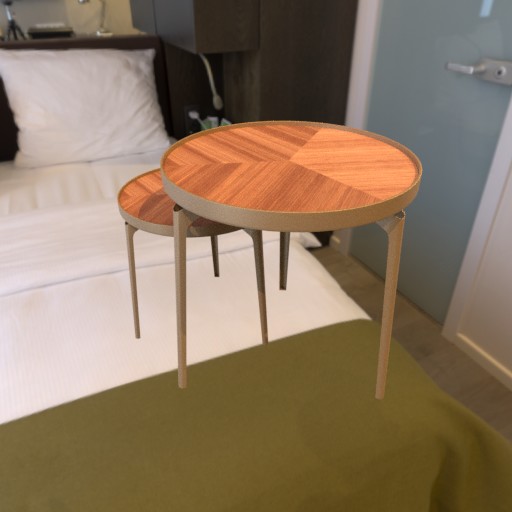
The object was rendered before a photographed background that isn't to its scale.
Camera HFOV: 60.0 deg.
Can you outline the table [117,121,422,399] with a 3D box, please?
[{"bbox_3d":[0.000,0.000,1.114,0.751,0.555,0.532,20,37,28],"label":"table"}]
